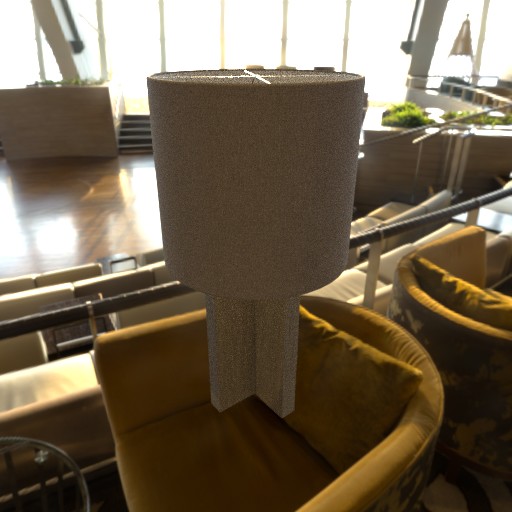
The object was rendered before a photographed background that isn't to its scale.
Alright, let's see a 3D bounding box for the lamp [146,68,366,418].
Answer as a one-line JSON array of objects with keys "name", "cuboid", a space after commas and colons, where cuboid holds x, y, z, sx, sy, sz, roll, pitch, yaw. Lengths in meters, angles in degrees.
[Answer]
[{"name": "lamp", "cuboid": [0.000, 0.000, 0.564, 0.229, 0.428, 0.229, -19, 32, -34]}]
